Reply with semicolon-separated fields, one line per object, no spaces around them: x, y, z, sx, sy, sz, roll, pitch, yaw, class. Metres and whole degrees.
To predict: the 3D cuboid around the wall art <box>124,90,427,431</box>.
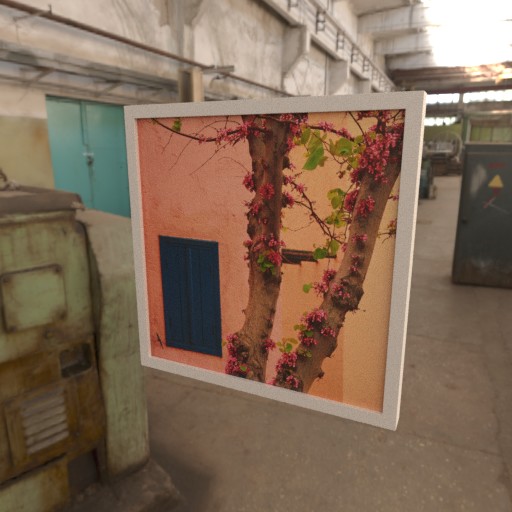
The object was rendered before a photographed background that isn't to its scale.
0.000;0.000;0.764;0.507;0.508;0.038;7;15;25;wall art
